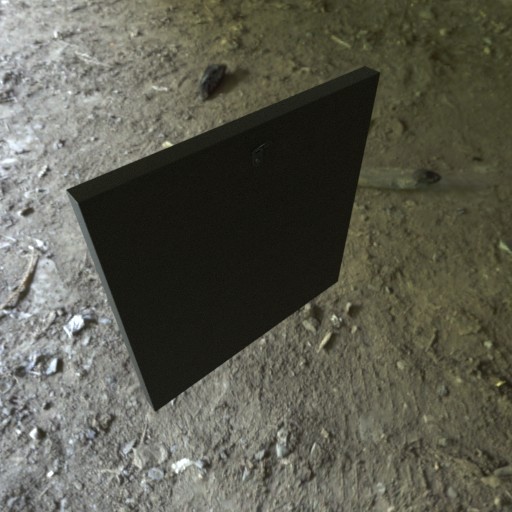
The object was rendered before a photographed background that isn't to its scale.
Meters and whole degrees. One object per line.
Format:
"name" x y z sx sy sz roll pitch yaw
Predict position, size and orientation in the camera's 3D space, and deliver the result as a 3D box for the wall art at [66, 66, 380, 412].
"wall art" 0.000 0.000 0.532 0.349 0.349 0.038 -31 54 -27
